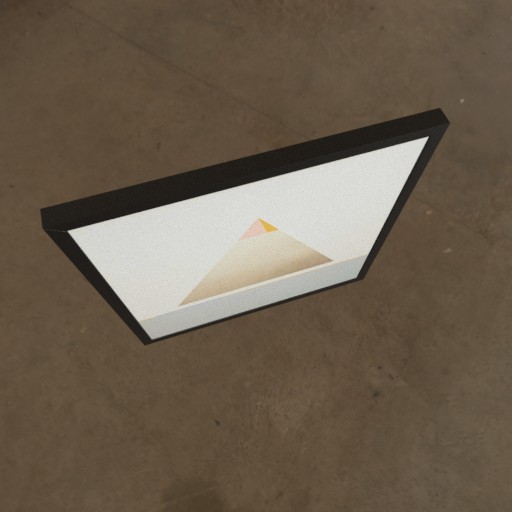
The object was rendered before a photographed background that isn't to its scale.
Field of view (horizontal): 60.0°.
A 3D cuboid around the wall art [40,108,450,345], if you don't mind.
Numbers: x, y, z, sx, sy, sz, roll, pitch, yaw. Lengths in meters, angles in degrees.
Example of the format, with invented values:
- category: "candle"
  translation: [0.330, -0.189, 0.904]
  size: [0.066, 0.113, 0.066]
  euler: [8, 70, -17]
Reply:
- category: "wall art"
  translation: [0.000, 0.000, 0.768]
  size: [0.513, 0.511, 0.028]
  euler: [-16, 65, -8]
